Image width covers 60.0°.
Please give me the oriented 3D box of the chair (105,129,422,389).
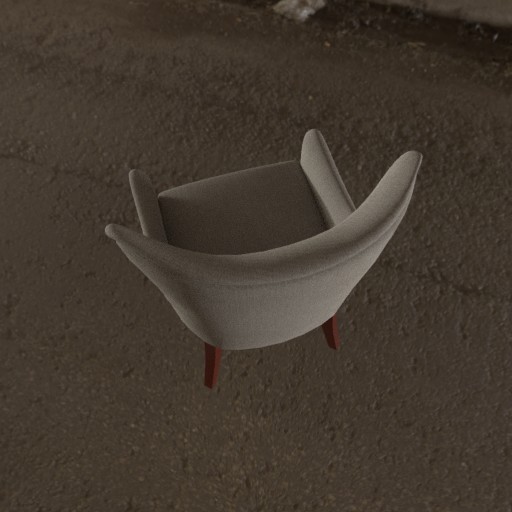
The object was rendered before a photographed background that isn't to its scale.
[{"bbox_3d":[0.000,0.000,1.424,0.732,0.948,0.677,-15,59,-9],"label":"chair"}]
